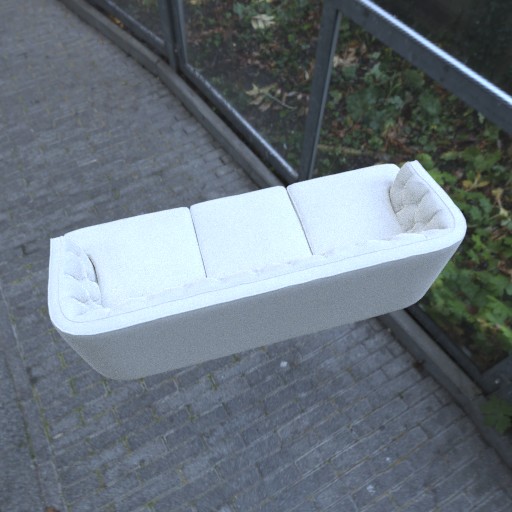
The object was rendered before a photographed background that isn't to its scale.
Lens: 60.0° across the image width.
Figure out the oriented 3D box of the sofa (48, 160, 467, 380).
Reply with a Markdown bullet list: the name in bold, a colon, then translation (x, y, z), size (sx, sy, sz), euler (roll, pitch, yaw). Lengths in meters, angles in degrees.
- **sofa**: translation (0.000, 0.000, 2.715), size (2.278, 0.855, 0.941), euler (-13, 59, -8)
